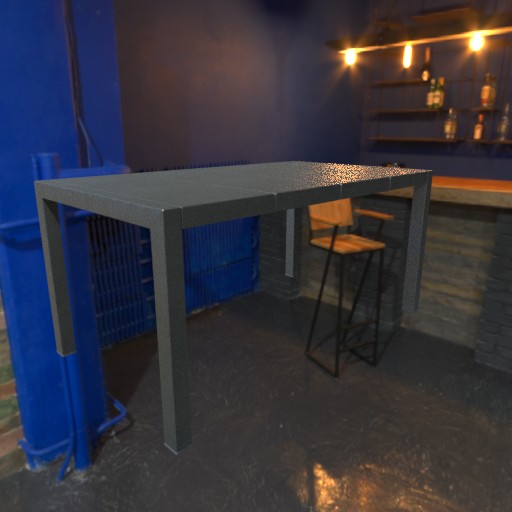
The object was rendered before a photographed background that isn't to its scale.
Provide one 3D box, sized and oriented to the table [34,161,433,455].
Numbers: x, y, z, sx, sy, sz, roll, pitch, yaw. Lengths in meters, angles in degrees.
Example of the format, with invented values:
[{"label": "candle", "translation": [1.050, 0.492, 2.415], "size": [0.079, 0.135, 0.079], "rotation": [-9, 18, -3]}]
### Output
[{"label": "table", "translation": [0.000, 0.000, 1.272], "size": [0.965, 0.460, 0.559], "rotation": [-15, 22, -43]}]
